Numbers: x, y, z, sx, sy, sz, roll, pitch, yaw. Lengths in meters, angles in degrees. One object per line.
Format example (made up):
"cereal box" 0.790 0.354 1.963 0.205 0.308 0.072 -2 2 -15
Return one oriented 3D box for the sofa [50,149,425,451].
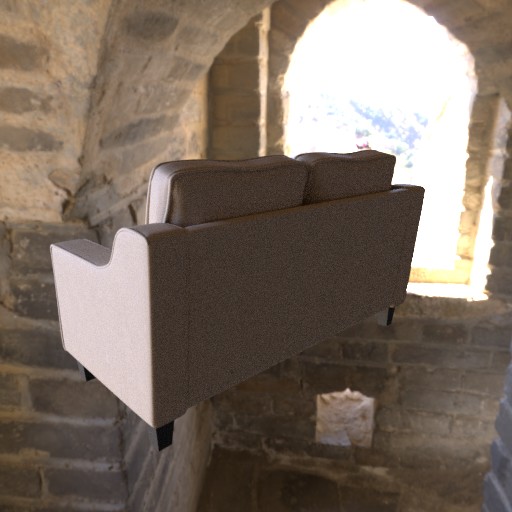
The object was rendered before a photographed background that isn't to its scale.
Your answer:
"sofa" 0.000 0.000 3.397 2.587 1.562 1.351 -15 22 -41
